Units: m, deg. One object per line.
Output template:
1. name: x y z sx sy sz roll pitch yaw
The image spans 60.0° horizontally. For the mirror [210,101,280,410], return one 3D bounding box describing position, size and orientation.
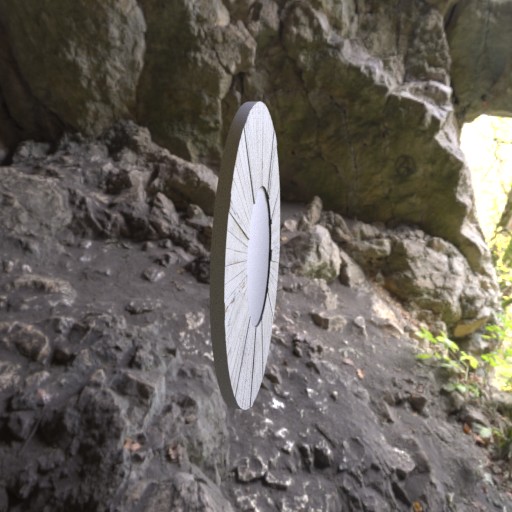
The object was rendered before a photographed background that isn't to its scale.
1. mirror: 0.000 0.000 1.390 0.038 0.914 0.914 3 16 10
